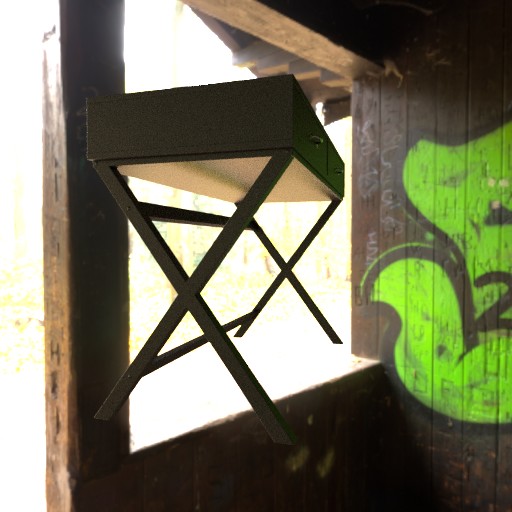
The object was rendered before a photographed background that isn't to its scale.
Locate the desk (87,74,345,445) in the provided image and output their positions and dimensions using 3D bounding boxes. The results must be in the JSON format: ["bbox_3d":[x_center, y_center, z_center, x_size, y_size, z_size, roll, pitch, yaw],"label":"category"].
[{"bbox_3d":[0.000,0.000,1.498,0.525,0.780,1.057,0,2,17],"label":"desk"}]
